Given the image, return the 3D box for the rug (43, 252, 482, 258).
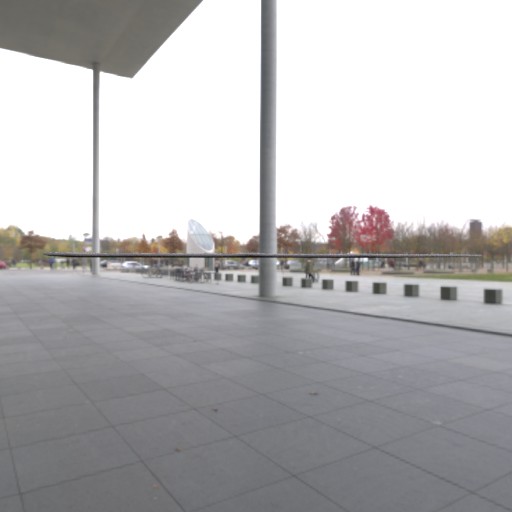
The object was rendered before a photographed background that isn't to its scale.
[{"bbox_3d":[0.000,0.000,1.070,0.867,0.007,0.515,0,-1,-18],"label":"rug"}]
